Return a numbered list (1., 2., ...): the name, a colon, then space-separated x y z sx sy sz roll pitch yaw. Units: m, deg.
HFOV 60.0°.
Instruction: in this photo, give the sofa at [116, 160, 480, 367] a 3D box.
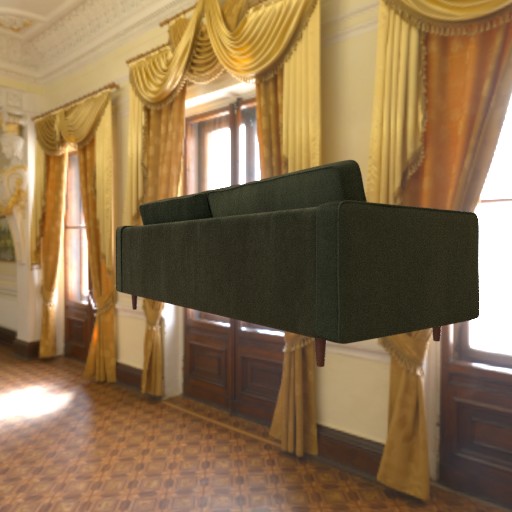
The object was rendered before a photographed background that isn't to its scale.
1. sofa: 0.000 0.000 2.585 0.918 0.769 2.199 -1 1 -36
